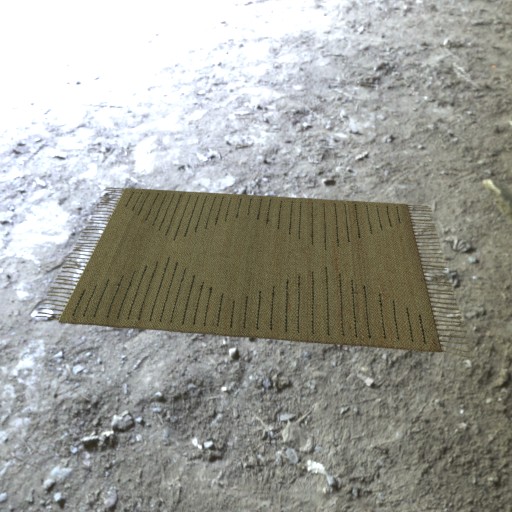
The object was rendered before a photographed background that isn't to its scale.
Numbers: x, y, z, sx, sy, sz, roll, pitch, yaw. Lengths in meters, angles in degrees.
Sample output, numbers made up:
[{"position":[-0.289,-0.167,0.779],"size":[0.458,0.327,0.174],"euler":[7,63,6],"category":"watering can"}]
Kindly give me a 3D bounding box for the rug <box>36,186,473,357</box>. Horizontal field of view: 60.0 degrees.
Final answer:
[{"position":[0.000,0.000,2.012],"size":[1.718,0.017,0.905],"euler":[4,45,4],"category":"rug"}]
